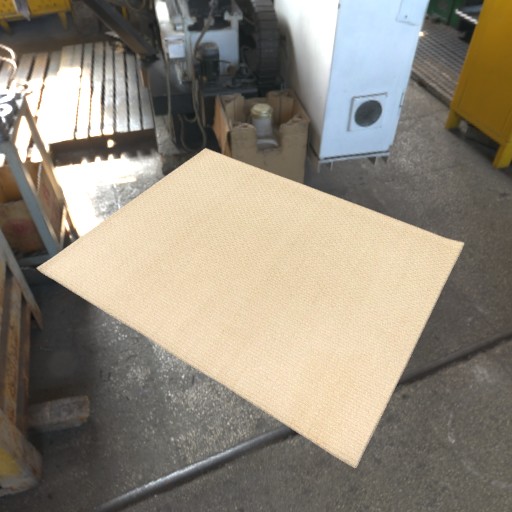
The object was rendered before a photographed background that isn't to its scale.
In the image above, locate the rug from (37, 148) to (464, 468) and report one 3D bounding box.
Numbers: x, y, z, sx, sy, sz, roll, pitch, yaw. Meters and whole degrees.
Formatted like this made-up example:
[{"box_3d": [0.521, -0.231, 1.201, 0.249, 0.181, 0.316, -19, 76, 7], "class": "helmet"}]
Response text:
[{"box_3d": [0.000, 0.000, 3.798, 2.897, 0.035, 2.277, 25, 50, 23], "class": "rug"}]
